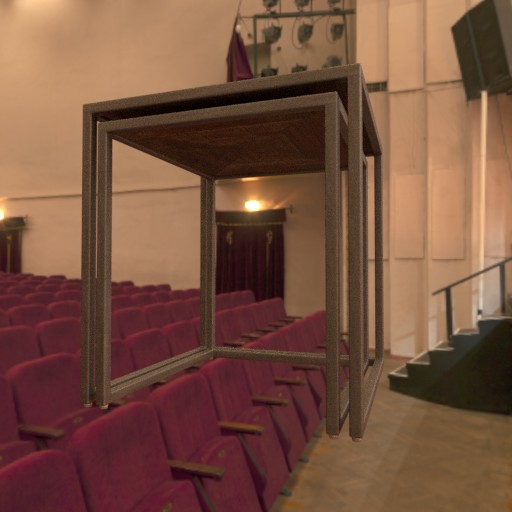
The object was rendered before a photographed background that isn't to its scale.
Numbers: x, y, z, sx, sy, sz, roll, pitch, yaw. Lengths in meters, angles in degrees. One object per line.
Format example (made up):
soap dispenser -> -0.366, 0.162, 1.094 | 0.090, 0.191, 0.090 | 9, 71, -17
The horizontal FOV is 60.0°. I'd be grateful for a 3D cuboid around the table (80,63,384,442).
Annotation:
table -> 0.000, 0.000, 0.862 | 0.450, 0.500, 0.449 | 0, -1, 19
